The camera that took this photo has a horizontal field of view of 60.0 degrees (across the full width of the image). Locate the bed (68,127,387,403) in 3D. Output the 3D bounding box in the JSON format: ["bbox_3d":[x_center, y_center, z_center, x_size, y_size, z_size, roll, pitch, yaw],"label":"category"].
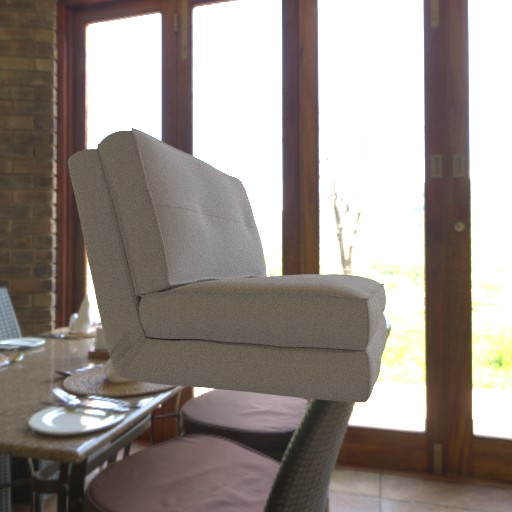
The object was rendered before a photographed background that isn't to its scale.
[{"bbox_3d":[0.000,0.000,1.347,0.749,0.614,0.799,0,-1,18],"label":"bed"}]
